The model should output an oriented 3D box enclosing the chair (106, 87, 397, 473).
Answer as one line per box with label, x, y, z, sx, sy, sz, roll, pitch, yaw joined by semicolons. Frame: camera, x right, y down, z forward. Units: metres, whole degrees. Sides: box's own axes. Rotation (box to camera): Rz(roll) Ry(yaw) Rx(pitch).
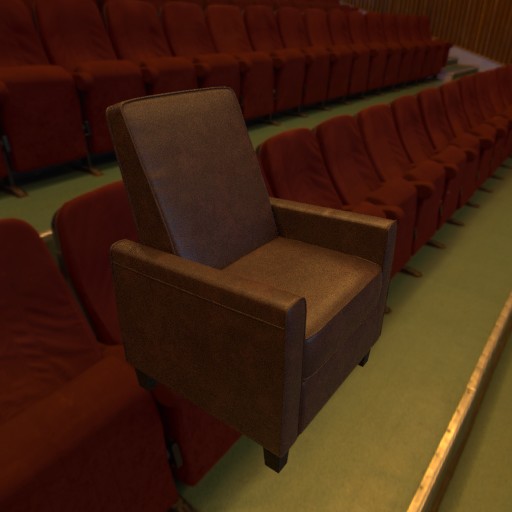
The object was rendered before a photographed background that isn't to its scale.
chair;0.000;0.000;1.505;0.746;1.013;0.705;19;33;32
